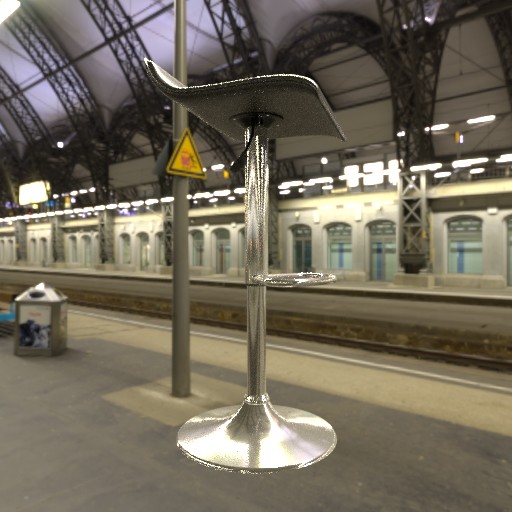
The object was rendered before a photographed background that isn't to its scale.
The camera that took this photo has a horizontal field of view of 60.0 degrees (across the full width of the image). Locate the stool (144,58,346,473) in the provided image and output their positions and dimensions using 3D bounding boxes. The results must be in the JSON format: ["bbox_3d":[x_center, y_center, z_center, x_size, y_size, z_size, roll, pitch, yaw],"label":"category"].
[{"bbox_3d":[0.000,0.000,1.057,0.381,0.851,0.381,0,0,19],"label":"stool"}]
